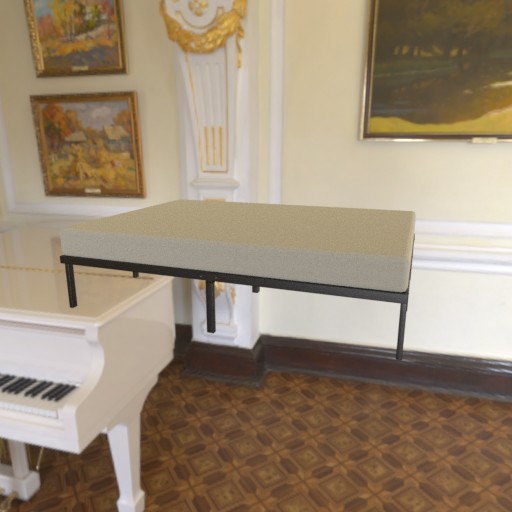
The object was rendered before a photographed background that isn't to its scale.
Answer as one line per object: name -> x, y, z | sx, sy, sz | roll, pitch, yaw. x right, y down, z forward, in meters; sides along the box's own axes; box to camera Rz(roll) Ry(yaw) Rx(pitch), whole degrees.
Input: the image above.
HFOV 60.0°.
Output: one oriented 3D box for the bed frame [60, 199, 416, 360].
bed frame -> 0.000, 0.000, 3.963 | 2.842, 0.680, 2.205 | 8, 17, 27
